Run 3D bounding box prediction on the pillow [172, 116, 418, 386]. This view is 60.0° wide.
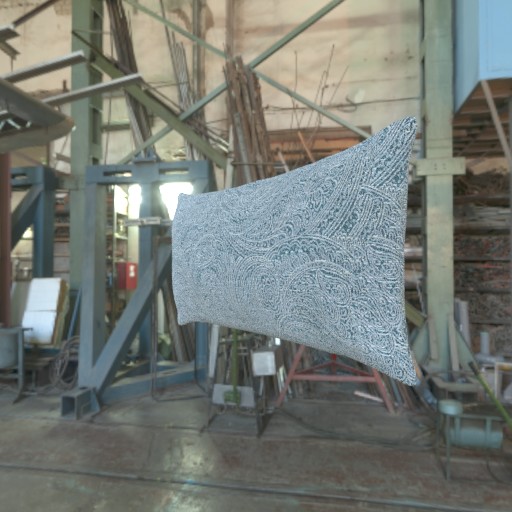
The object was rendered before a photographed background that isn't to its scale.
[{"bbox_3d":[0.000,0.000,0.730,0.151,0.295,0.615,1,-1,-34],"label":"pillow"}]
